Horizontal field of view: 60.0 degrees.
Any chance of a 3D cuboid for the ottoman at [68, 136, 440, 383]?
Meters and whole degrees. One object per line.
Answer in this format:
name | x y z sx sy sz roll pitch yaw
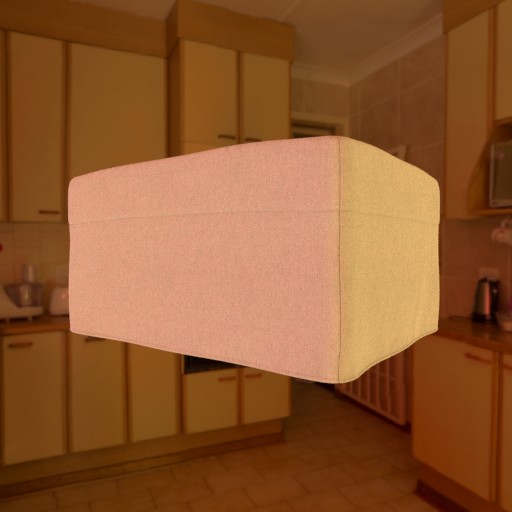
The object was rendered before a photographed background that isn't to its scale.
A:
ottoman | 0.000 0.000 1.235 0.833 0.461 0.648 1 1 36
